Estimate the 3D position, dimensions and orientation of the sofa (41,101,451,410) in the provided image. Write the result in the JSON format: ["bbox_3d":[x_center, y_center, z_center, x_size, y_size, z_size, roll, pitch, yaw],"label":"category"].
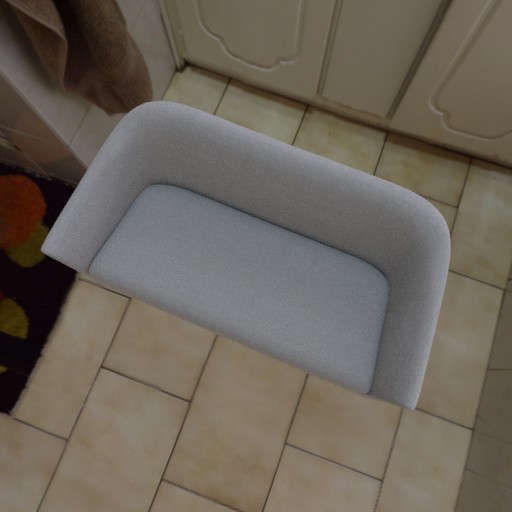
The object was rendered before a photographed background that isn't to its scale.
[{"bbox_3d":[0.000,0.000,1.853,1.452,0.721,0.705,22,77,6],"label":"sofa"}]
